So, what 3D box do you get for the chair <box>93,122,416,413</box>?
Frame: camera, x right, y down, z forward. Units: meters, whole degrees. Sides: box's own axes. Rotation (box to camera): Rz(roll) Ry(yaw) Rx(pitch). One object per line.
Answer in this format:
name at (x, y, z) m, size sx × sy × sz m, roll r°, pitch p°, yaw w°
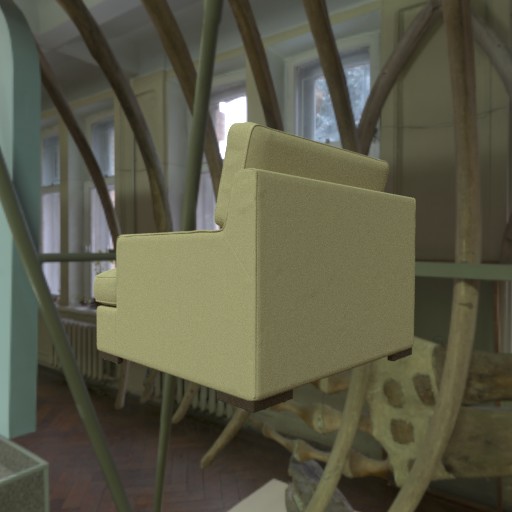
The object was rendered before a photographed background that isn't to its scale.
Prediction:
chair at (0.000, 0.000, 2.221) m, size 1.274 × 1.005 × 1.293 m, roll 1°, pitch 1°, yaw 37°
